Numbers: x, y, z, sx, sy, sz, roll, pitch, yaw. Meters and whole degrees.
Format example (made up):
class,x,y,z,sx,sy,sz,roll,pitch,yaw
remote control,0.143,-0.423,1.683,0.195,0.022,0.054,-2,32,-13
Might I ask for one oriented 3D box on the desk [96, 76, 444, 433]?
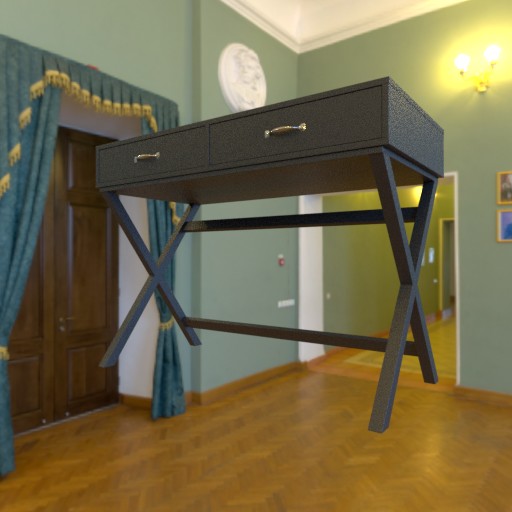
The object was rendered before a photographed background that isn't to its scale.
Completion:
class,x,y,z,sx,sy,sz,roll,pitch,yaw
desk,0.000,0.000,1.466,1.057,0.780,0.525,0,0,36
